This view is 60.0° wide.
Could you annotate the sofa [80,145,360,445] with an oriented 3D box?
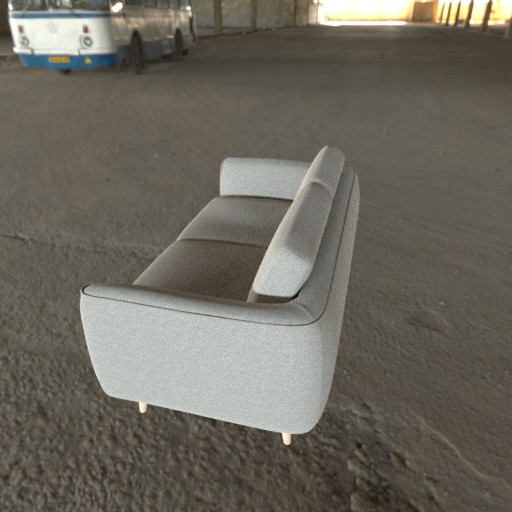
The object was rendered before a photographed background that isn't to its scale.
[{"bbox_3d":[0.000,0.000,2.195,0.920,0.850,1.700,7,30,13],"label":"sofa"}]
